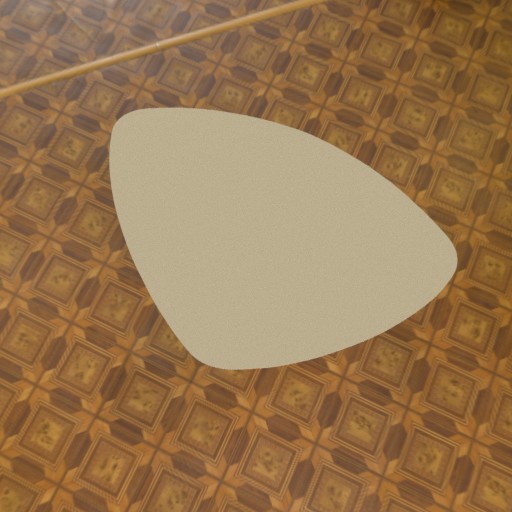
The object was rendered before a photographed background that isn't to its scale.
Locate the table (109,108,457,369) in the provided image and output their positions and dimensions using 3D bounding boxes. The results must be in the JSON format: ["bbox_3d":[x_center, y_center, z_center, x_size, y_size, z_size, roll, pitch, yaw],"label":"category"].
[{"bbox_3d":[0.000,0.000,1.660,1.250,0.440,0.850,24,77,6],"label":"table"}]
